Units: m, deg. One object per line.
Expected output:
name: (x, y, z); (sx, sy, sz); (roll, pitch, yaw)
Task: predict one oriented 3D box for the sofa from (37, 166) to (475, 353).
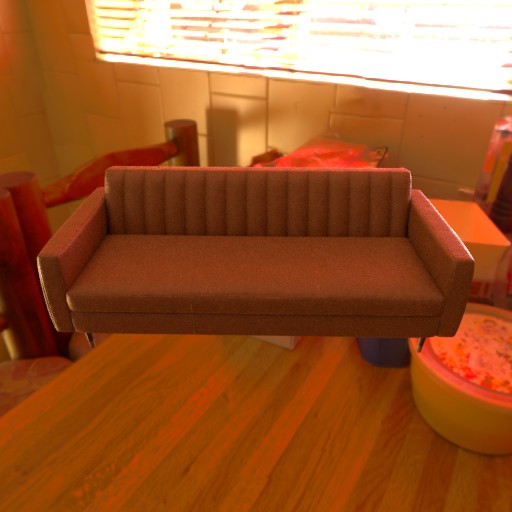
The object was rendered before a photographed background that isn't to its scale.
sofa: (0.000, 0.000, 2.740); (2.291, 0.821, 0.990); (1, 30, 1)
